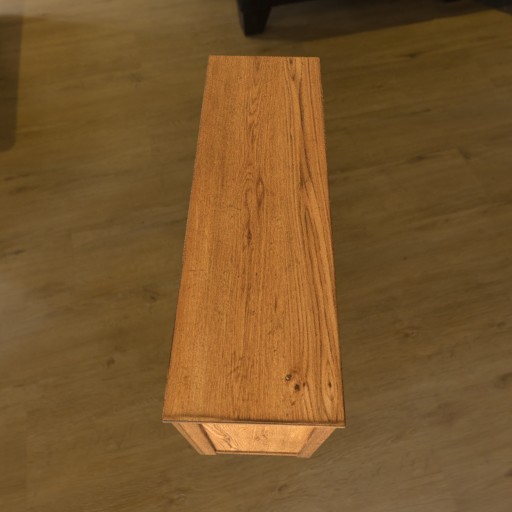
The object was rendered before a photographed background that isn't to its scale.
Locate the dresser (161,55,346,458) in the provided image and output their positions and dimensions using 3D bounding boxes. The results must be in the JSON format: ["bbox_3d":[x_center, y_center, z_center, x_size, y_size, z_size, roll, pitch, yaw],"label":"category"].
[{"bbox_3d":[0.000,0.000,2.087,0.563,0.932,1.657,1,60,1],"label":"dresser"}]
